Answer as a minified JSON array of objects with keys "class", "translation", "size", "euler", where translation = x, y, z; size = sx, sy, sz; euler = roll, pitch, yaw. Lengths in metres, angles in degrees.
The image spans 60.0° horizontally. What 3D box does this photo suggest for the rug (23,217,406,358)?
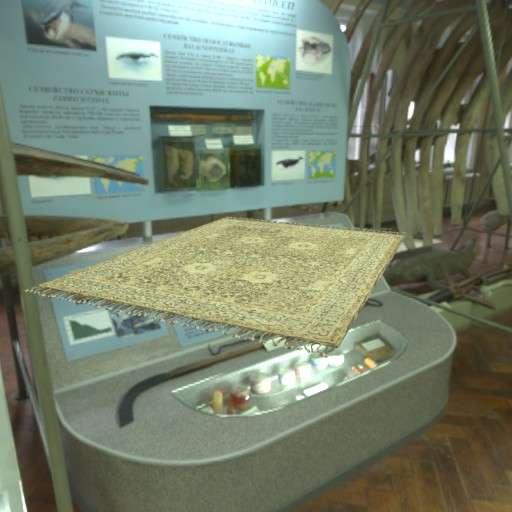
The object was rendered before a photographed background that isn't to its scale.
[{"class":"rug","translation":[0.000,0.000,4.319],"size":[2.431,0.017,3.291],"euler":[7,18,24]}]
